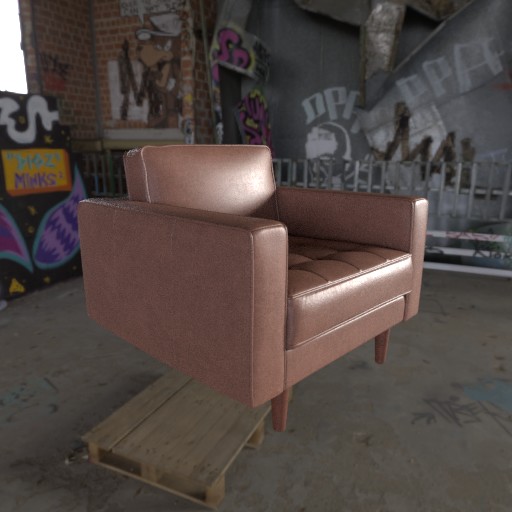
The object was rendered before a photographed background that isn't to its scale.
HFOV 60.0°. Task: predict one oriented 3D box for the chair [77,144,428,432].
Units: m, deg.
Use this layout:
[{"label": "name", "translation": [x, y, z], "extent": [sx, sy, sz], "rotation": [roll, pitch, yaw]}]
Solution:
[{"label": "chair", "translation": [0.000, 0.000, 1.570], "extent": [0.900, 0.770, 0.920], "rotation": [13, 19, 43]}]
